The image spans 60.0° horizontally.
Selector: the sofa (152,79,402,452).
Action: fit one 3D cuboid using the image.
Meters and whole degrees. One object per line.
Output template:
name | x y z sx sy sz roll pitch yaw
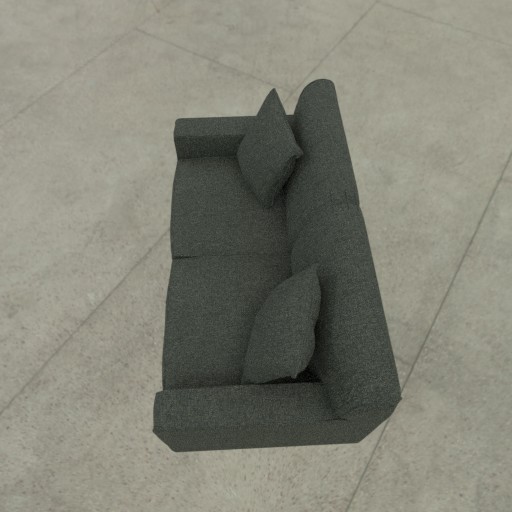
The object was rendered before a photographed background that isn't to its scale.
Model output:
sofa | 0.000 0.000 2.404 0.998 0.958 1.846 -2 58 -1
